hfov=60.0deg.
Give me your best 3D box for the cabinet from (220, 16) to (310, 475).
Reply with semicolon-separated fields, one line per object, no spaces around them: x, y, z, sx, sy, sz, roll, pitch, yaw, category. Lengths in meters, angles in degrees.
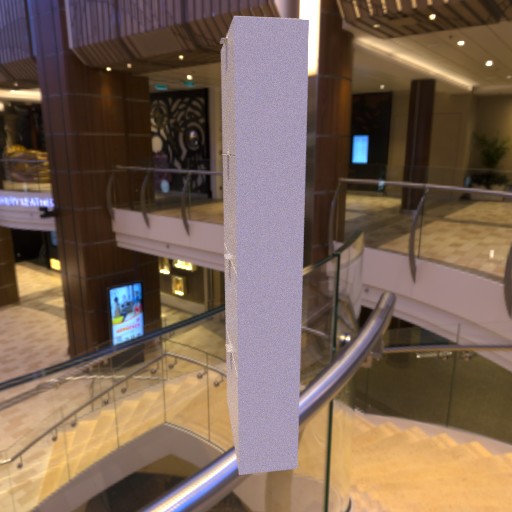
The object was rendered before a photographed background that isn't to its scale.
0.000;0.000;1.800;0.255;1.630;0.520;-2;14;-8;cabinet
